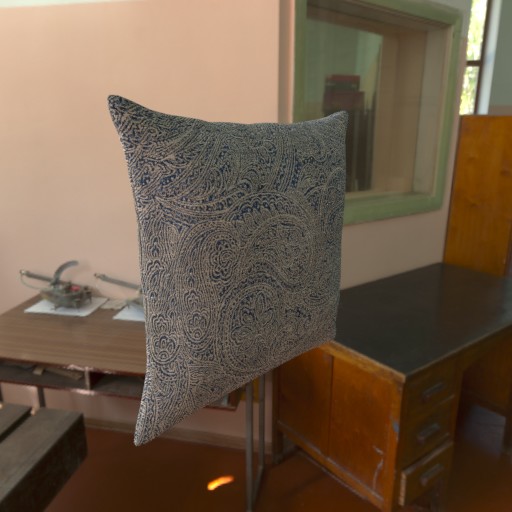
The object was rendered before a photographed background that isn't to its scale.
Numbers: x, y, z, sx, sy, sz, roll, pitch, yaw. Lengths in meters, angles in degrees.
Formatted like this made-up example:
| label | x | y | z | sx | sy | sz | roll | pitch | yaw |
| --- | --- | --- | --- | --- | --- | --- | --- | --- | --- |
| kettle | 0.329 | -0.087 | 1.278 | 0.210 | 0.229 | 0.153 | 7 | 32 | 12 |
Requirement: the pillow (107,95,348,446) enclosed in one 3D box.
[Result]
| label | x | y | z | sx | sy | sz | roll | pitch | yaw |
| --- | --- | --- | --- | --- | --- | --- | --- | --- | --- |
| pillow | 0.000 | 0.000 | 0.788 | 0.166 | 0.510 | 0.523 | 15 | 21 | 43 |
